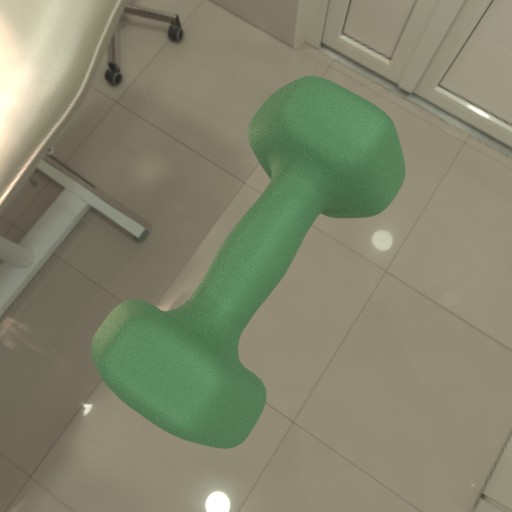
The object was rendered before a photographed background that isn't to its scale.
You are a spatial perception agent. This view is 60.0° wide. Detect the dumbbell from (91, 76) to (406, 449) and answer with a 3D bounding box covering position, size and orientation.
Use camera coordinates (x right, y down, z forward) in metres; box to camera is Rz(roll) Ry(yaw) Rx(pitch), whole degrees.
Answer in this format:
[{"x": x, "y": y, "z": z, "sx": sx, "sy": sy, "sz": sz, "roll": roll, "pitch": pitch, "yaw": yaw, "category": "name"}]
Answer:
[{"x": 0.000, "y": 0.000, "z": 0.326, "sx": 0.129, "sy": 0.117, "sz": 0.260, "roll": 33, "pitch": 78, "yaw": 8, "category": "dumbbell"}]
